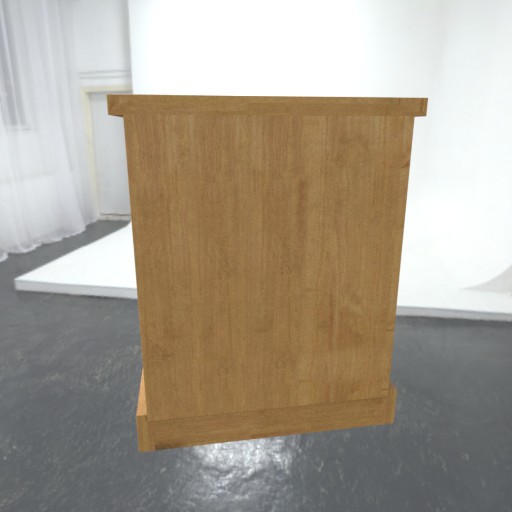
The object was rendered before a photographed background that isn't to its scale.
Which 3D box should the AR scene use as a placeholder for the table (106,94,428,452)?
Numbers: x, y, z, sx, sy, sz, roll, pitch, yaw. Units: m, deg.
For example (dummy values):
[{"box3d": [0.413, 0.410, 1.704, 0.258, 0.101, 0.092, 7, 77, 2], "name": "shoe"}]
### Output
[{"box3d": [0.000, 0.000, 1.241, 0.660, 0.813, 0.500, -3, 16, -9], "name": "table"}]
